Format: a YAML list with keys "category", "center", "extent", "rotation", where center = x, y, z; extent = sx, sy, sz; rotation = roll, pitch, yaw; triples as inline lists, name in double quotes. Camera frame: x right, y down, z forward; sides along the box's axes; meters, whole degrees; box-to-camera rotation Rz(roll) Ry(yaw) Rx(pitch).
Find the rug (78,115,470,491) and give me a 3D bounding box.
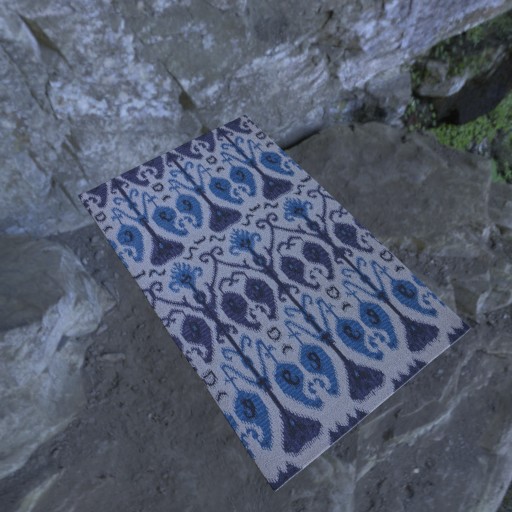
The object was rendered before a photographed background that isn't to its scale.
- category: "rug"
  center: [0.000, 0.000, 2.116]
  extent: [1.072, 0.013, 1.698]
  rotation: [-32, 63, -18]
